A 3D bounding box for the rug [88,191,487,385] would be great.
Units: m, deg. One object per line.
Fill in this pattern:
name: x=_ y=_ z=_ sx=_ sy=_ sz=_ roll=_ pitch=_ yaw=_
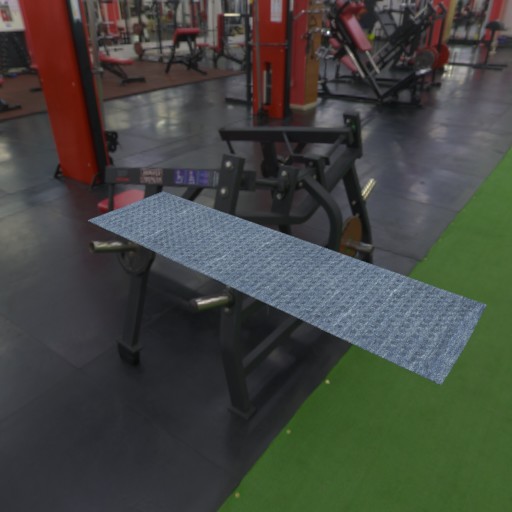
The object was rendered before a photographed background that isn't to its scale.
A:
rug: x=0.000 y=0.000 z=2.654 sx=2.443 sy=0.008 sz=0.688 roll=22 pitch=37 yaw=33
